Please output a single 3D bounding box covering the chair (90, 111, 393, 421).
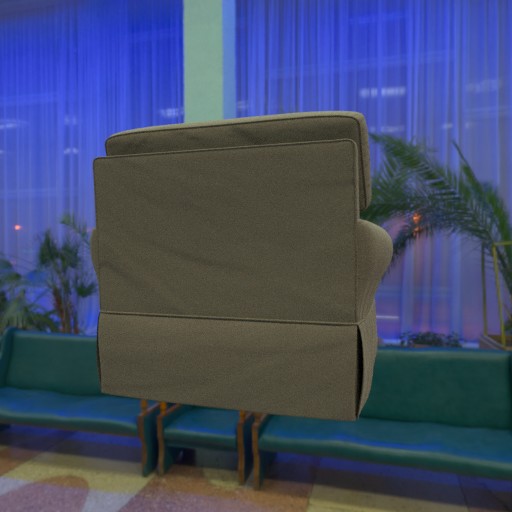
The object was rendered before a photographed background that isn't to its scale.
[{"bbox_3d":[0.000,0.000,1.923,1.135,1.017,0.988,0,1,17],"label":"chair"}]
